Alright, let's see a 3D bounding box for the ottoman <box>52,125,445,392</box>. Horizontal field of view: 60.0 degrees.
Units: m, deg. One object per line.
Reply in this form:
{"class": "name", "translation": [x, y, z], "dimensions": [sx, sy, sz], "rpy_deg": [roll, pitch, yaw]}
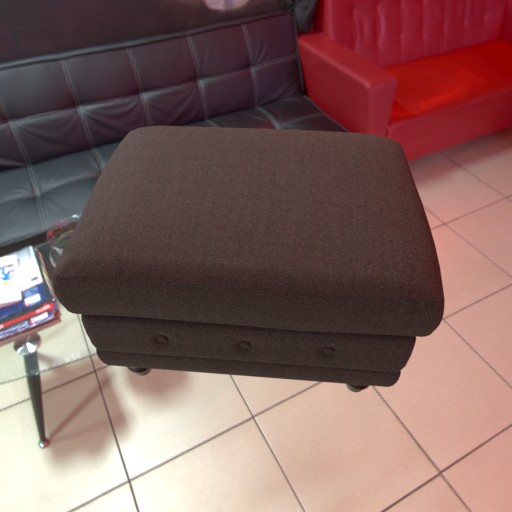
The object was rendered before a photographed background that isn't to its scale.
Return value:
{"class": "ottoman", "translation": [0.000, 0.000, 1.204], "dimensions": [0.809, 0.555, 0.599], "rpy_deg": [3, 46, 3]}
